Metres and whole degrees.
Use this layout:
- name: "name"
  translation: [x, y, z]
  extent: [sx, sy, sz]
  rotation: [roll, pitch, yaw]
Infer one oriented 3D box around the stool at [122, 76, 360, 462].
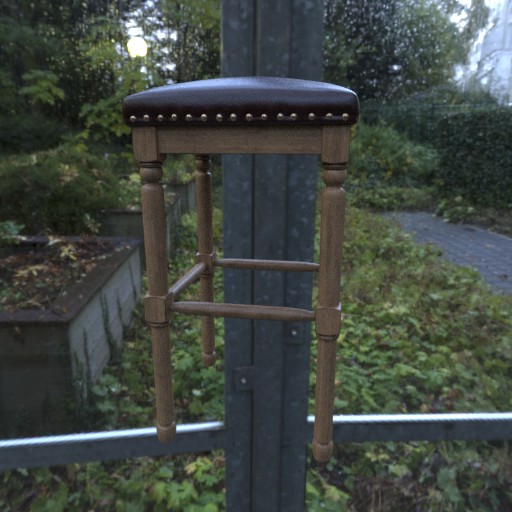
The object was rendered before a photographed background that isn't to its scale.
- name: "stool"
  translation: [0.000, 0.000, 0.942]
  extent: [0.382, 0.702, 0.383]
  rotation: [3, 15, 10]
